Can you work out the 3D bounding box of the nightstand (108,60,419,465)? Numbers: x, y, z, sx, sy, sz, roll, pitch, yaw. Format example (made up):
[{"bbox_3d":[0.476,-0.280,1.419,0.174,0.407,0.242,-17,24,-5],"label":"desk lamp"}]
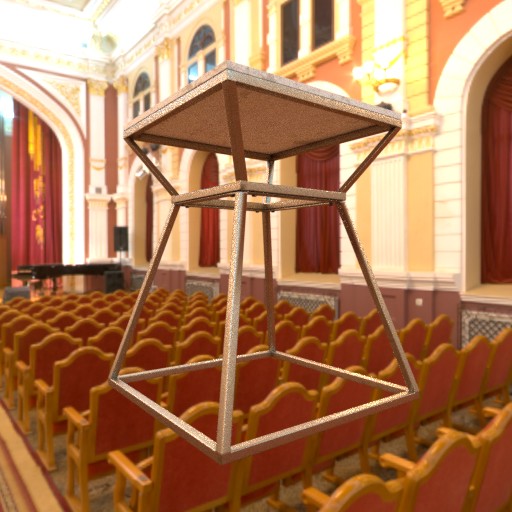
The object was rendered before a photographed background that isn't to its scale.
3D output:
[{"bbox_3d":[0.000,0.000,0.905,0.455,0.554,0.455,0,1,-37],"label":"nightstand"}]
